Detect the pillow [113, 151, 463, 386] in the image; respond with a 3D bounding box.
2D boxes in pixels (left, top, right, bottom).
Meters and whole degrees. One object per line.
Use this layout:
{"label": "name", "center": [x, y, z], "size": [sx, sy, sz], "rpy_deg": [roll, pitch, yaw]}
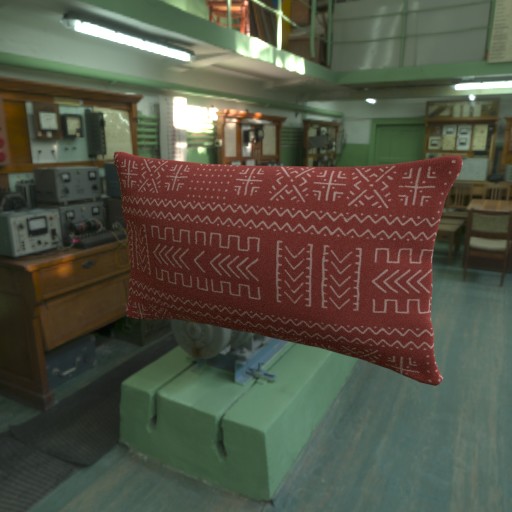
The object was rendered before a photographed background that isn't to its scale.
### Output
{"label": "pillow", "center": [0.000, 0.000, 0.779], "size": [0.640, 0.352, 0.130], "rpy_deg": [7, 16, 26]}
